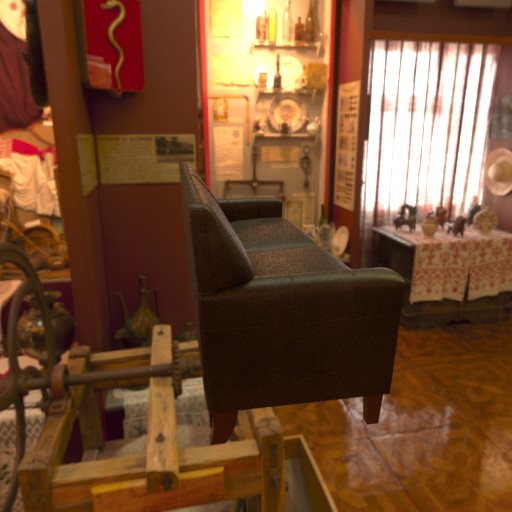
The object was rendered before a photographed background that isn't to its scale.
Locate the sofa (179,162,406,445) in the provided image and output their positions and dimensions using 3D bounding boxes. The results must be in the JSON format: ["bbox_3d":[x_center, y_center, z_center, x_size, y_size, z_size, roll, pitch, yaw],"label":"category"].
[{"bbox_3d":[0.000,0.000,2.545,0.805,0.947,2.053,-3,16,-10],"label":"sofa"}]
